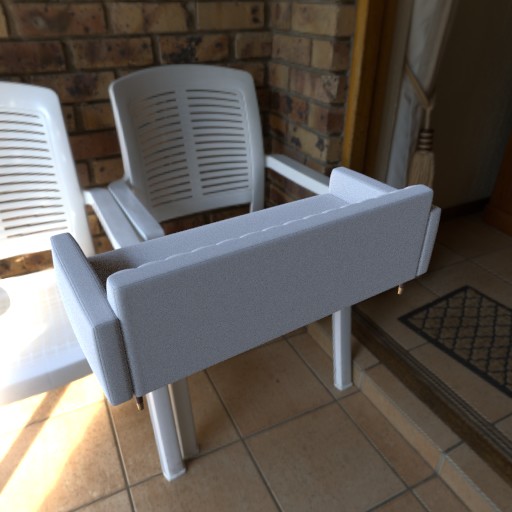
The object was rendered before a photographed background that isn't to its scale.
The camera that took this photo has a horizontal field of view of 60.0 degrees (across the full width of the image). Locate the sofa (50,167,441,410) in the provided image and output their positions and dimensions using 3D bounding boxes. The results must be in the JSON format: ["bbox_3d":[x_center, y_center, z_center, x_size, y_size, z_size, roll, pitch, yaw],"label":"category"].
[{"bbox_3d":[0.000,0.000,2.820,2.291,0.821,0.990,-18,35,-27],"label":"sofa"}]
